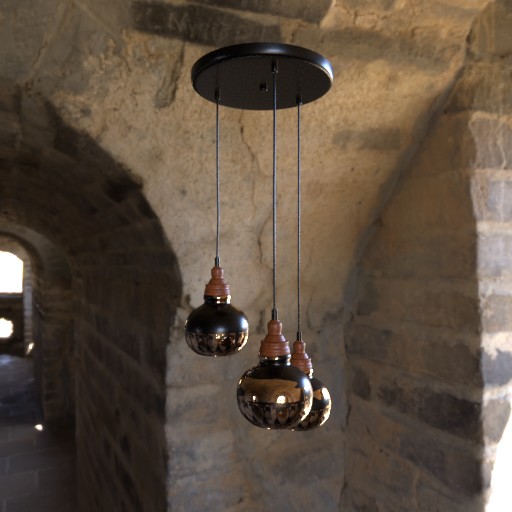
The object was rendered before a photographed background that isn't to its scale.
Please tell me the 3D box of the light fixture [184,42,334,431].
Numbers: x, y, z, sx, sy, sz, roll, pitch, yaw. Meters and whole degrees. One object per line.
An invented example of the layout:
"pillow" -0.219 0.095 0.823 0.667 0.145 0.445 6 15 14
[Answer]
"light fixture" 0.000 0.000 1.744 0.605 1.410 0.608 0 -1 16
